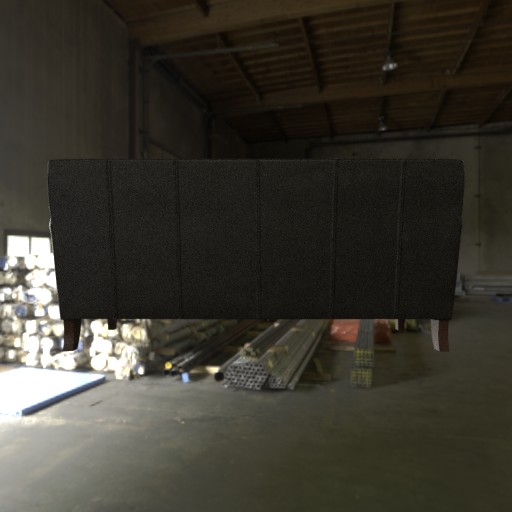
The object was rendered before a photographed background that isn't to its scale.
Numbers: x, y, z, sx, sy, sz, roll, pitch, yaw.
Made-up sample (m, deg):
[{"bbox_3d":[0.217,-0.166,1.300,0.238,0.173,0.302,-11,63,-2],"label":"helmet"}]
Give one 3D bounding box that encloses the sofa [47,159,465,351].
[{"bbox_3d":[0.000,0.000,2.549,2.053,0.947,0.805,0,0,0],"label":"sofa"}]
